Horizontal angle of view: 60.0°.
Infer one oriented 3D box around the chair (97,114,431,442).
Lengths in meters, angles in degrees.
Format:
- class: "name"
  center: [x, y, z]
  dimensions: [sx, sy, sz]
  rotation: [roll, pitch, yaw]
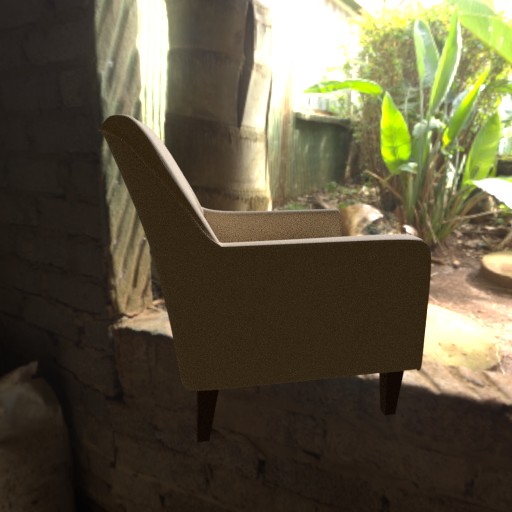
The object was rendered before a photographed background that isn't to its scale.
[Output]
- class: "chair"
  center: [0.000, 0.000, 1.576]
  dimensions: [0.899, 0.919, 0.780]
  rotation: [-3, 15, -10]
